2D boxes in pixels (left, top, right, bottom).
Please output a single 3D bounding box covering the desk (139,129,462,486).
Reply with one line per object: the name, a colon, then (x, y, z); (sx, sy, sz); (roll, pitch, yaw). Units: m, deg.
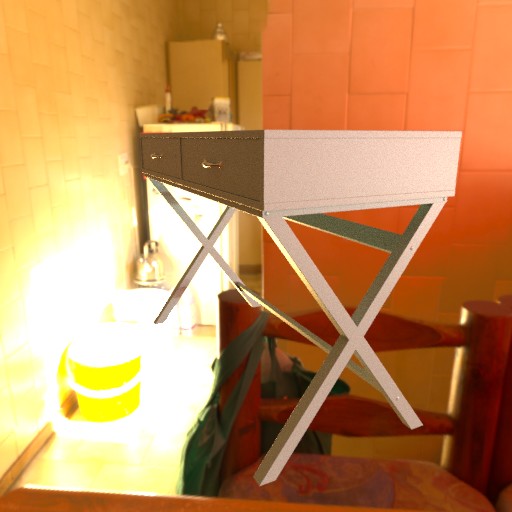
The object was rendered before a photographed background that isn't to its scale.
desk: (0.000, 0.000, 1.454); (0.525, 0.780, 1.057); (-7, 17, -25)
